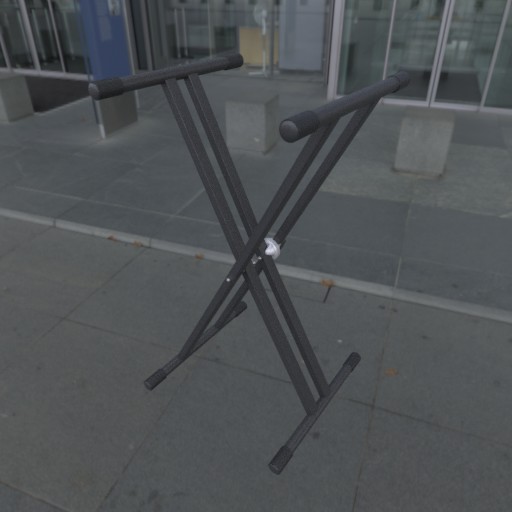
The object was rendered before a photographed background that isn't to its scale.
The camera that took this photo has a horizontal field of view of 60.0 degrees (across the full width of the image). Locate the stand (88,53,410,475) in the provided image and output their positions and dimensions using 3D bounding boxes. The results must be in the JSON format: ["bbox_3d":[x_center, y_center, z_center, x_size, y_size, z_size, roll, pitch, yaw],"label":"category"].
[{"bbox_3d":[0.000,0.000,1.178,0.503,0.900,0.495,21,38,30],"label":"stand"}]
